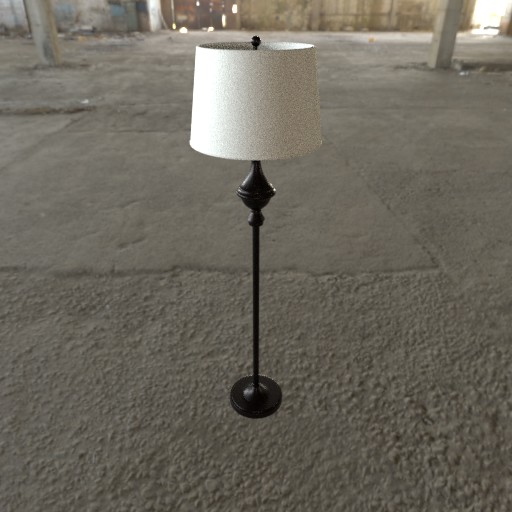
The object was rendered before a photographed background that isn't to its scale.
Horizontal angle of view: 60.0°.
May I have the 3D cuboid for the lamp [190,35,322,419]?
[{"bbox_3d":[0.000,0.000,1.665,0.431,1.484,0.431,0,29,0],"label":"lamp"}]
